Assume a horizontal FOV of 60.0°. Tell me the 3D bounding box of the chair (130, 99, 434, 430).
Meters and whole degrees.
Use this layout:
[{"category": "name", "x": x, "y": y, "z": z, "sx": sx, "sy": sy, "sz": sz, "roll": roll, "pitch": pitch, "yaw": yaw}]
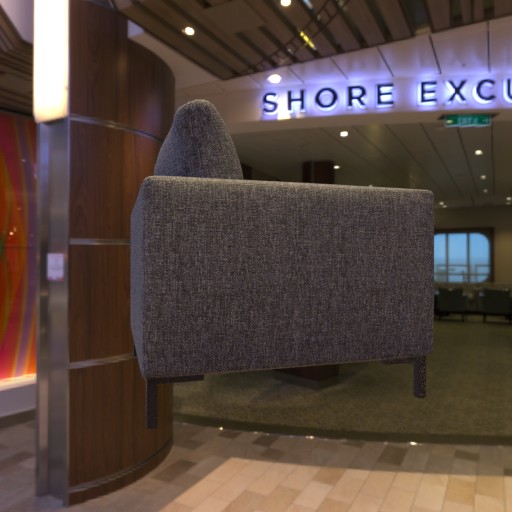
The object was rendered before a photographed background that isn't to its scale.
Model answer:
[{"category": "chair", "x": 0.000, "y": 0.000, "z": 1.637, "sx": 0.866, "sy": 0.861, "sz": 0.963, "roll": 0, "pitch": 0, "yaw": -18}]
